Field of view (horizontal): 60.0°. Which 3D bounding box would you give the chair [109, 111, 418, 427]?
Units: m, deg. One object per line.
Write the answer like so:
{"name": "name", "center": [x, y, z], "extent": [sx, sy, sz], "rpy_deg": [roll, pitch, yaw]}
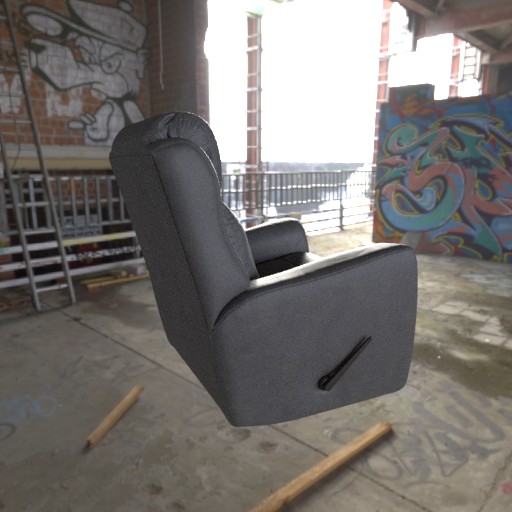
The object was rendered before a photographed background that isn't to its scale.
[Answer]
{"name": "chair", "center": [0.000, 0.000, 1.926], "extent": [1.068, 1.116, 0.967], "rpy_deg": [-6, 13, -25]}
